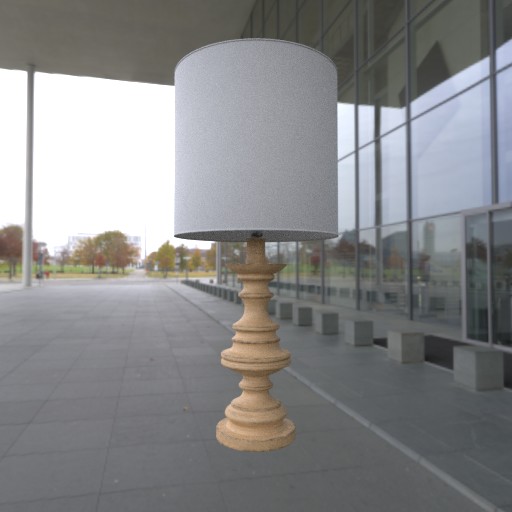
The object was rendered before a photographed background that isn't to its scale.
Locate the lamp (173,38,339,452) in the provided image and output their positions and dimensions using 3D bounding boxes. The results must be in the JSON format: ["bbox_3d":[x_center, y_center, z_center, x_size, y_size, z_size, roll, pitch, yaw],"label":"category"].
[{"bbox_3d":[0.000,0.000,0.567,0.208,0.455,0.208,0,-2,1],"label":"lamp"}]
